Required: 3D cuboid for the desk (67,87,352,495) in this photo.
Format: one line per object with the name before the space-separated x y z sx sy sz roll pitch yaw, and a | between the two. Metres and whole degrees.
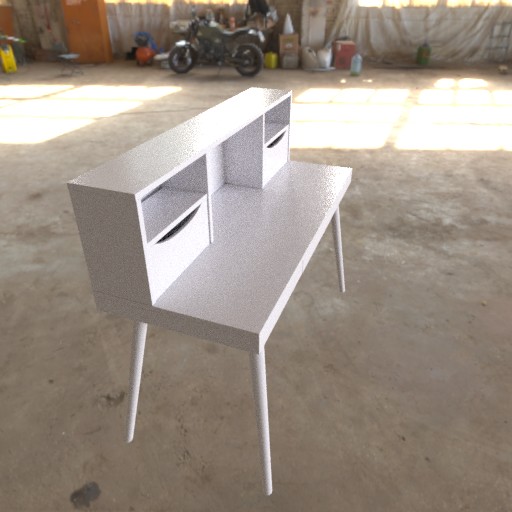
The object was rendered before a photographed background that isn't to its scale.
desk | 0.000 0.000 1.713 0.559 0.990 1.199 11 34 18
